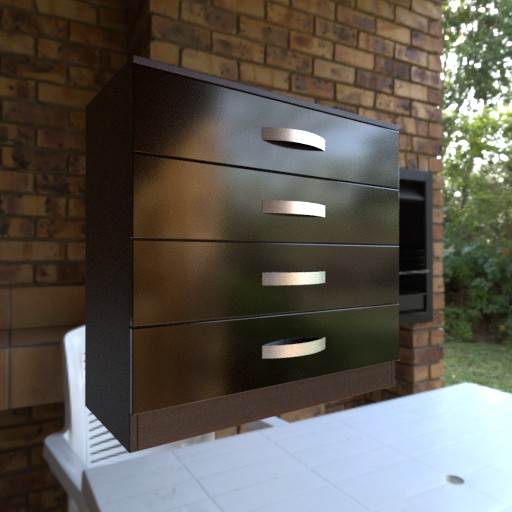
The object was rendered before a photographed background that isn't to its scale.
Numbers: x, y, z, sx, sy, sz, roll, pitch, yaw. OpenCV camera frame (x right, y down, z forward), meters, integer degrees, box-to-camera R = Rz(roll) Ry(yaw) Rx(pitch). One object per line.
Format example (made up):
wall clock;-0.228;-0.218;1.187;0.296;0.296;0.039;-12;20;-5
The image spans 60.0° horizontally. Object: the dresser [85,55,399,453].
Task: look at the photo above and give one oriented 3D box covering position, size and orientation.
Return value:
dresser;0.000;0.000;1.132;0.750;0.720;0.360;0;0;-35
